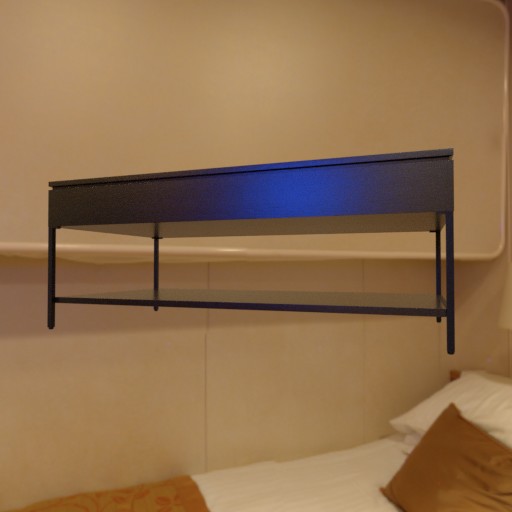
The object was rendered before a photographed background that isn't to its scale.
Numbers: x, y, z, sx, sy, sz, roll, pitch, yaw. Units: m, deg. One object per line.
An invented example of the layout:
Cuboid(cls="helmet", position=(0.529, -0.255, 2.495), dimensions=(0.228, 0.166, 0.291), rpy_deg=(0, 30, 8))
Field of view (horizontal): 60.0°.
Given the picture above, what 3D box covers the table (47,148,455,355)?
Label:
Cuboid(cls="table", position=(0.000, 0.000, 1.385), dimensions=(1.095, 0.435, 0.574), rpy_deg=(0, -1, 20))
